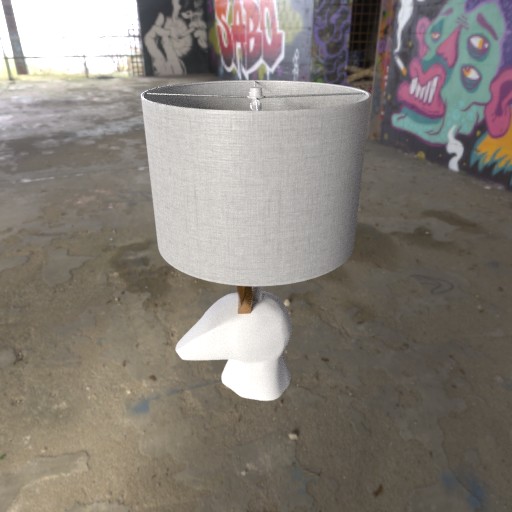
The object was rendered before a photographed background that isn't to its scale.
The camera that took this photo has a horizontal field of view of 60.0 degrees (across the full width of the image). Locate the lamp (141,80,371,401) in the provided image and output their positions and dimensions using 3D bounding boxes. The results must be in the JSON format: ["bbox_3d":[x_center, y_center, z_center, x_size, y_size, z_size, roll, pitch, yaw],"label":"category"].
[{"bbox_3d":[0.000,0.000,0.703,0.298,0.503,0.298,0,27,-1],"label":"lamp"}]
